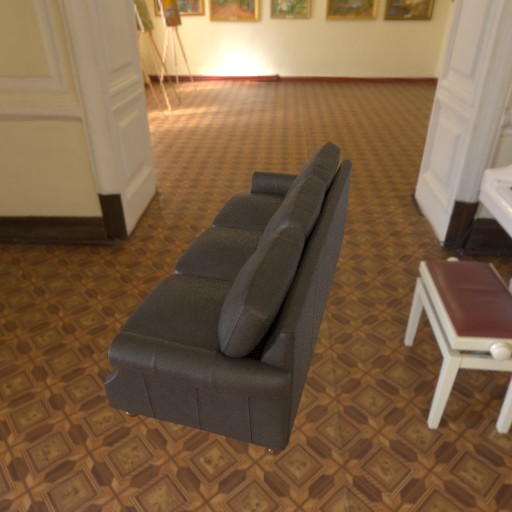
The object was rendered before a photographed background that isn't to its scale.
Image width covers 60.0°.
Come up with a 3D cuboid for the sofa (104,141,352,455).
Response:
[{"bbox_3d":[0.000,0.000,2.922,0.974,0.977,2.387,9,32,14],"label":"sofa"}]
